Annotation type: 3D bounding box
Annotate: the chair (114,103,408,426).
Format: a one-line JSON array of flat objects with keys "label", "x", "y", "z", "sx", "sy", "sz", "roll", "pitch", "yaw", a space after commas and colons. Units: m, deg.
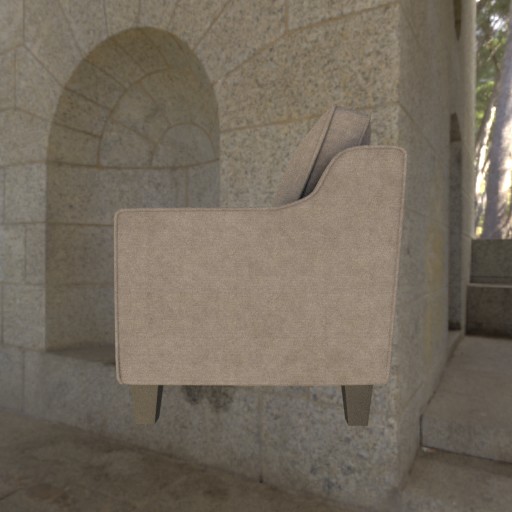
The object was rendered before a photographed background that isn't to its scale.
[{"label": "chair", "x": 0.000, "y": 0.000, "z": 1.654, "sx": 0.840, "sy": 0.944, "sz": 0.926, "roll": 0, "pitch": 0, "yaw": 1}]
